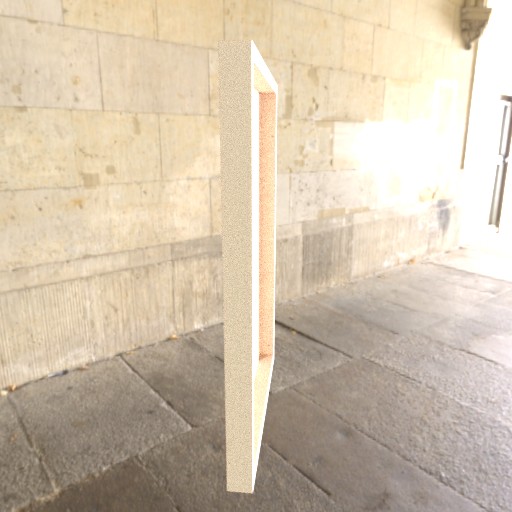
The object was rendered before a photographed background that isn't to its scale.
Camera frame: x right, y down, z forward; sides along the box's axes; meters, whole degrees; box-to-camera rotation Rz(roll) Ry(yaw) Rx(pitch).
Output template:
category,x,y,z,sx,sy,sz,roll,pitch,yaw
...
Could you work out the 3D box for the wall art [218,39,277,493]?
category,x,y,z,sx,sy,sz,roll,pitch,yaw
wall art,0.000,0.000,0.775,0.038,0.608,0.418,2,15,6
